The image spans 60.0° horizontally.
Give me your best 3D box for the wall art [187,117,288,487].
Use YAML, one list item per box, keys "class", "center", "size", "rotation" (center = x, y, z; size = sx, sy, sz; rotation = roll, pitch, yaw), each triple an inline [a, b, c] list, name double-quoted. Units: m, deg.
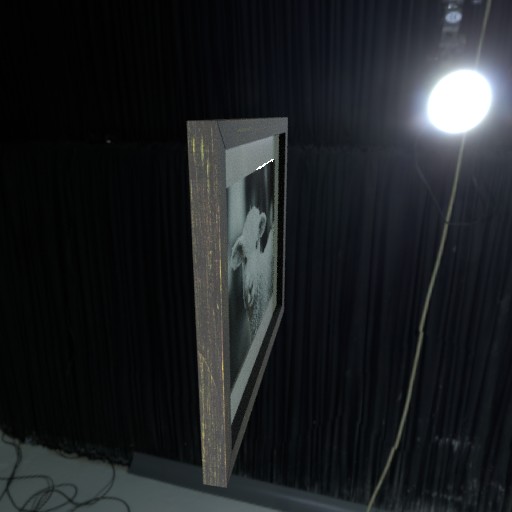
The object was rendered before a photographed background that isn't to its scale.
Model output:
- class: "wall art"
  center: [0.000, 0.000, 0.772]
  size: [0.032, 0.457, 0.558]
  rotation: [3, 18, 11]
